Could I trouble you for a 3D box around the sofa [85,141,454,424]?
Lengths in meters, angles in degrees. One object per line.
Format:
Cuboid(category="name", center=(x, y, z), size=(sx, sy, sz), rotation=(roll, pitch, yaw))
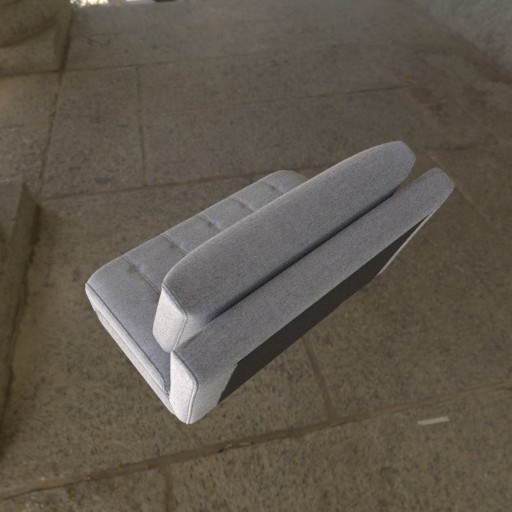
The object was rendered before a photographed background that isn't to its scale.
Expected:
Cuboid(category="sofa", center=(0.000, 0.000, 1.857), size=(1.220, 0.910, 0.910), rotation=(-33, 55, -27))
